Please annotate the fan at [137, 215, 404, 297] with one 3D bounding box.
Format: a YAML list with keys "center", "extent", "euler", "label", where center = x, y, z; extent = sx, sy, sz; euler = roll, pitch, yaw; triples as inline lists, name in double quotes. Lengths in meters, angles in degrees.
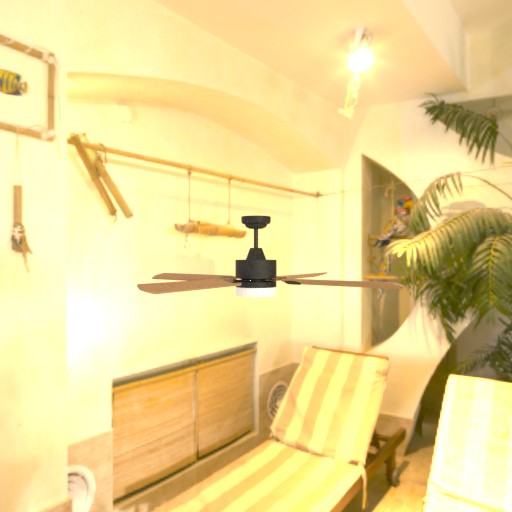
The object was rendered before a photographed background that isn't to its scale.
- center: [0.000, 0.000, 2.003]
  extent: [1.320, 0.355, 1.320]
  euler: [0, 0, 35]
  label: "fan"
